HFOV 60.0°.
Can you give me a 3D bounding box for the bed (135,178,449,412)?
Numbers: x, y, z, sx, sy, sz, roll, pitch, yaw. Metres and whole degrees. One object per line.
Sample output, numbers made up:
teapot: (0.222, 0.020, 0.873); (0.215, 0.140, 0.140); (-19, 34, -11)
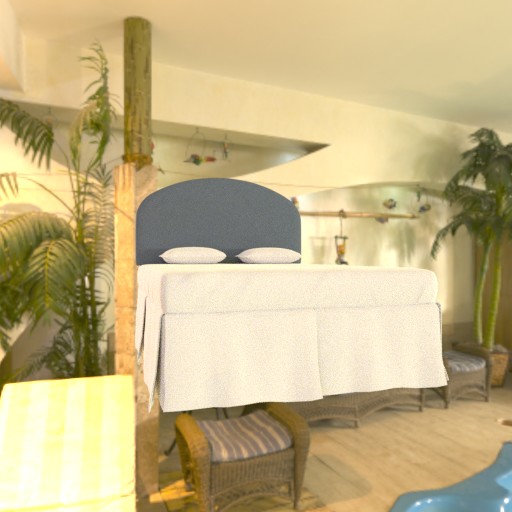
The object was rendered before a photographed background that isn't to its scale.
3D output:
bed: (0.000, 0.000, 3.088); (1.607, 1.410, 2.005); (0, 0, -18)
